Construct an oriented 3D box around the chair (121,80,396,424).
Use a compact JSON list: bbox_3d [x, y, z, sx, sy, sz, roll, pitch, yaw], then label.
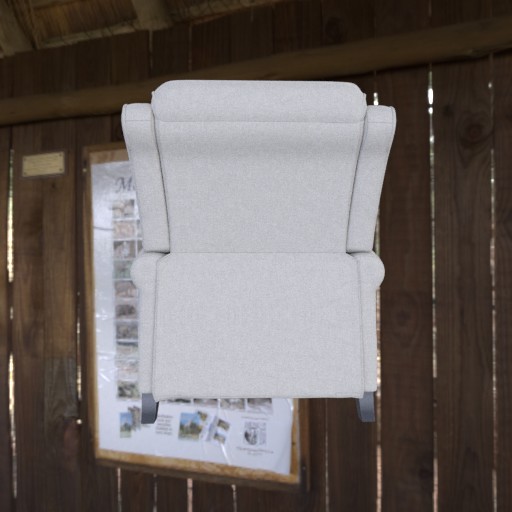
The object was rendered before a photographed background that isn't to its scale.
[{"bbox_3d":[0.000,0.000,1.713,0.859,1.046,0.919,0,-1,-1],"label":"chair"}]
